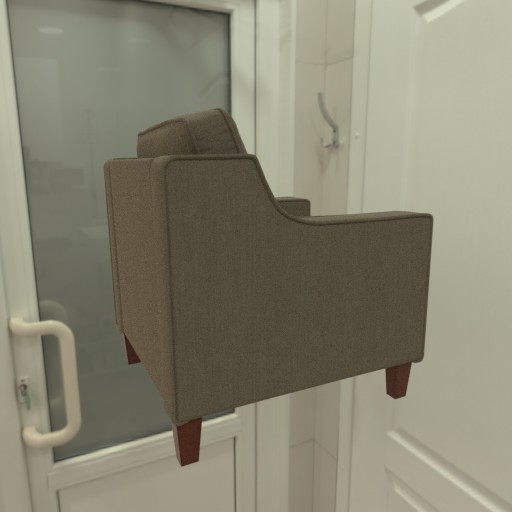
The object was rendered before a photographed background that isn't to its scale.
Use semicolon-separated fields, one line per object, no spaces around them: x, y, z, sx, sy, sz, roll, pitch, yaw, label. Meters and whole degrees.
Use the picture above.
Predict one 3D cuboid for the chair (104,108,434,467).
0.000;0.000;1.627;0.909;0.960;0.831;-6;13;-26;chair
